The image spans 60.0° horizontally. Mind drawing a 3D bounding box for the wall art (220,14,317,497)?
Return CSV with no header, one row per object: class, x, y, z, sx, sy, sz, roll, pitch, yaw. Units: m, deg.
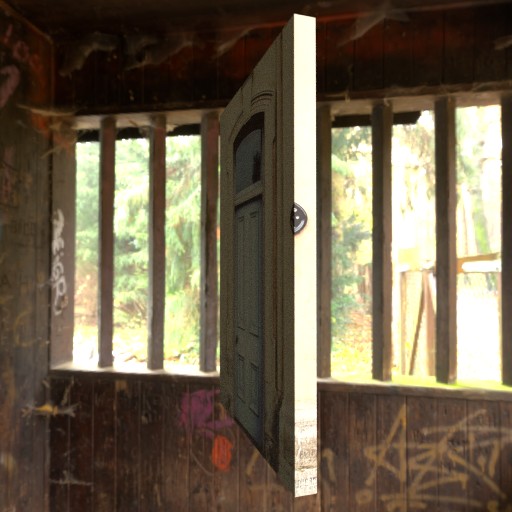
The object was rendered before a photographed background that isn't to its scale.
wall art,0.000,0.000,0.947,0.038,0.764,0.508,0,-1,-18
